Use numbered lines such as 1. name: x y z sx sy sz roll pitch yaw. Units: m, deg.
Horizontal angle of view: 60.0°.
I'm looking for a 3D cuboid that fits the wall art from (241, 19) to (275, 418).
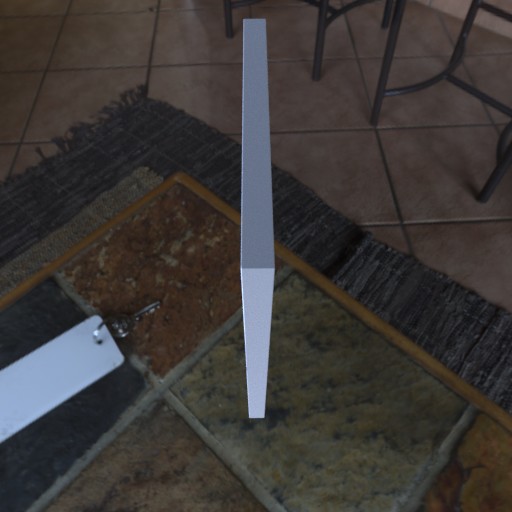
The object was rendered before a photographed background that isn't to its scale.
1. wall art: 0.000 0.000 0.961 0.039 0.753 0.511 0 58 0
